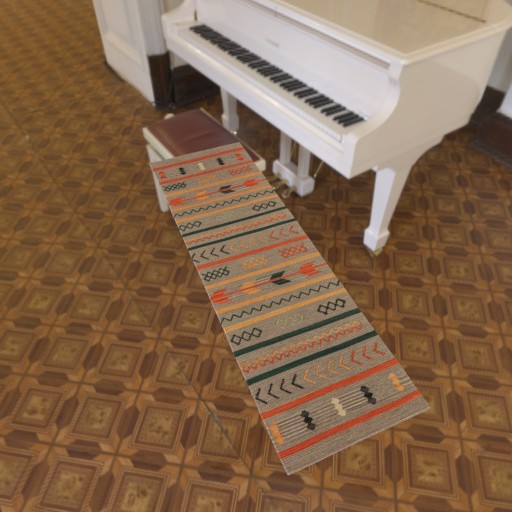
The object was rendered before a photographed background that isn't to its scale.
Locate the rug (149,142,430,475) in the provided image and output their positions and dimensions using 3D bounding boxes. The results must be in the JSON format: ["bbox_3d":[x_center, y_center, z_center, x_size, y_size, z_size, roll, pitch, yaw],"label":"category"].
[{"bbox_3d":[0.000,0.000,2.715,0.744,0.022,2.419,-17,49,-16],"label":"rug"}]
